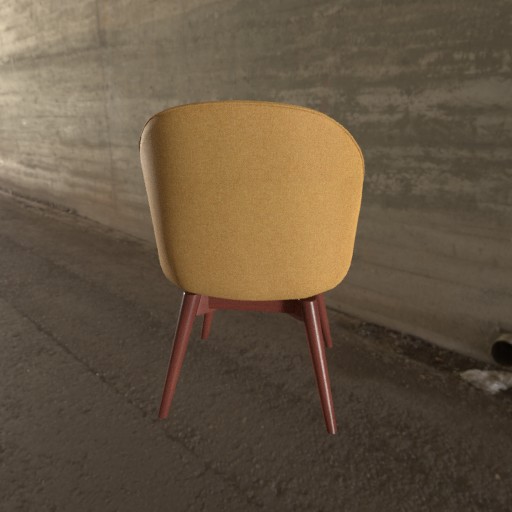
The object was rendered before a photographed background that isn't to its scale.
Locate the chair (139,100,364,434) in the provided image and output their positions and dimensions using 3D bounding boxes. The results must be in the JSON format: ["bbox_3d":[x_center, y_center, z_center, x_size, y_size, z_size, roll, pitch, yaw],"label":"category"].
[{"bbox_3d":[0.000,0.000,1.278,0.596,0.823,0.635,2,17,8],"label":"chair"}]
